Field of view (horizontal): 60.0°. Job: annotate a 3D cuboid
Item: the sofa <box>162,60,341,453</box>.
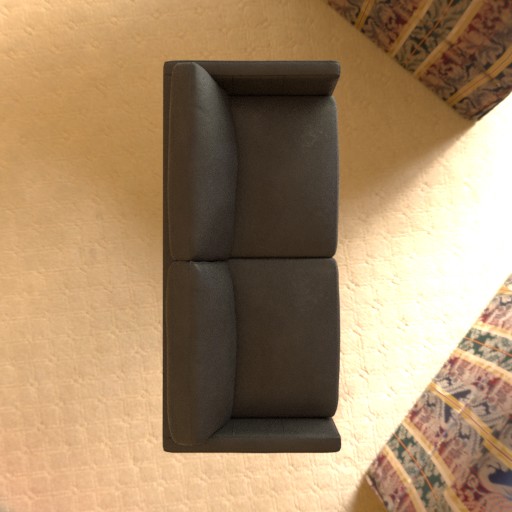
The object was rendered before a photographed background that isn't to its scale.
[{"bbox_3d":[0.000,0.000,2.441,0.933,0.863,1.971,0,89,0],"label":"sofa"}]
